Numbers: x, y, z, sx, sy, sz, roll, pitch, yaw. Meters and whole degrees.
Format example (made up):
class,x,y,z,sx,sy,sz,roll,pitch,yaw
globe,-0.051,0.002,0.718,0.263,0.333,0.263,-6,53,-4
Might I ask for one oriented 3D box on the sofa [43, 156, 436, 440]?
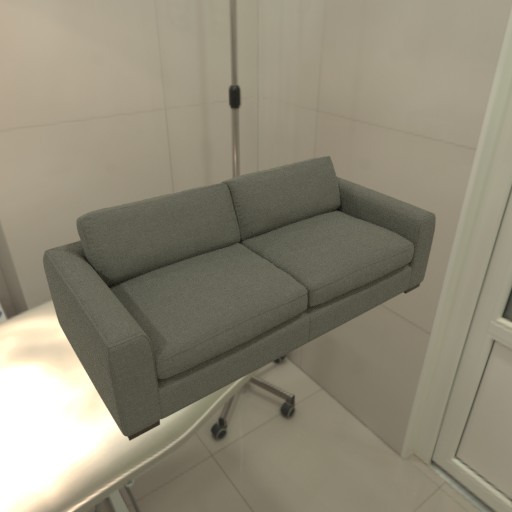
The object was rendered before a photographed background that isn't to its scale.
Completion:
class,x,y,z,sx,sy,sz,roll,pitch,yaw
sofa,0.000,0.000,2.781,2.262,0.801,1.070,-20,35,-31
